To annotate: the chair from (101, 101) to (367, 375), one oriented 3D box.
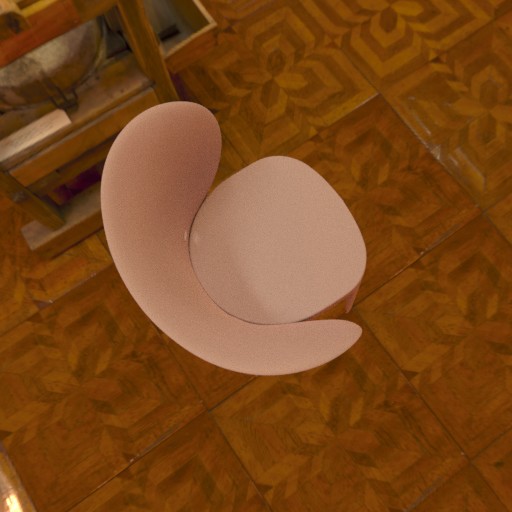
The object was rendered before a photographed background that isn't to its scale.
[{"bbox_3d":[0.000,0.000,0.864,0.402,0.554,0.451,-32,78,-8],"label":"chair"}]
